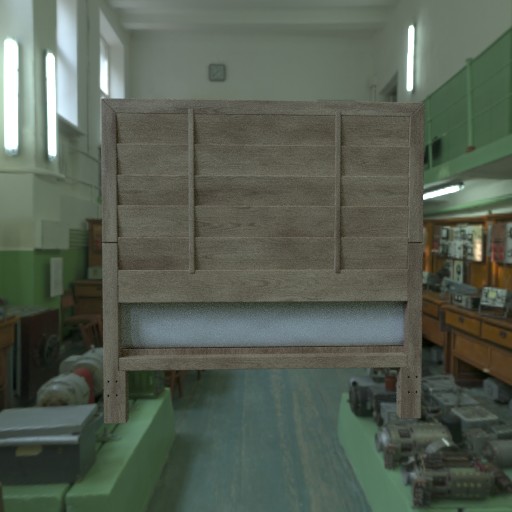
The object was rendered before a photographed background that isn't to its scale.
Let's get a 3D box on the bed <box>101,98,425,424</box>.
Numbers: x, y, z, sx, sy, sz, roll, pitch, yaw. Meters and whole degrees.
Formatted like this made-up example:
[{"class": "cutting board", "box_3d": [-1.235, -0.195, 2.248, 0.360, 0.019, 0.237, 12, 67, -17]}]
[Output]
[{"class": "bed", "box_3d": [0.000, 0.000, 3.337, 1.626, 1.626, 2.197, 0, 2, -2]}]
